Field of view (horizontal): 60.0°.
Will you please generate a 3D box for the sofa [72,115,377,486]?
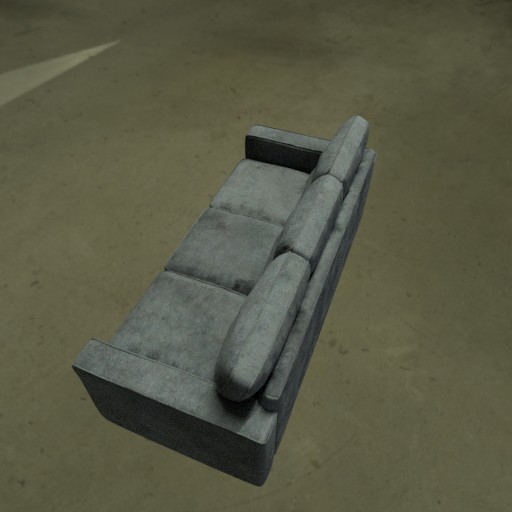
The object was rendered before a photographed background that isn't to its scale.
[{"bbox_3d":[0.000,0.000,2.597,0.939,0.965,2.133,17,50,15],"label":"sofa"}]
